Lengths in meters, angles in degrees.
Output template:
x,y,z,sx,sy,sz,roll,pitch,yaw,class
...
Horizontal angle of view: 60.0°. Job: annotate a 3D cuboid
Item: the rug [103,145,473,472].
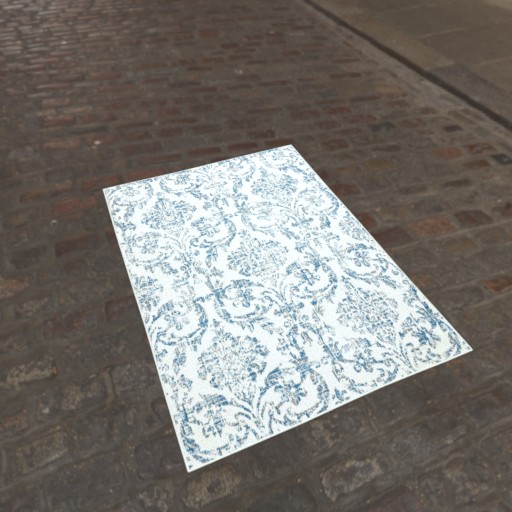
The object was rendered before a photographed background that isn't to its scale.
x,y,z,sx,sy,sz,roll,pitch,yaw,class
0.000,0.000,2.855,1.586,0.014,2.197,-17,48,-16,rug
